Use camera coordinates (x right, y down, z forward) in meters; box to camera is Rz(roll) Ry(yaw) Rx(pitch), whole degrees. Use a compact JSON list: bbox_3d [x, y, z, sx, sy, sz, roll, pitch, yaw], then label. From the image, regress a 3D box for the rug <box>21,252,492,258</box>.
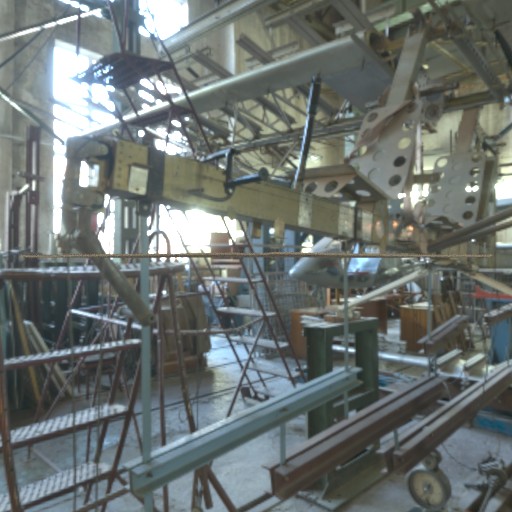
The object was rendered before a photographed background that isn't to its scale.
[{"bbox_3d":[0.000,0.000,2.244,1.792,0.021,1.154,0,0,0],"label":"rug"}]
